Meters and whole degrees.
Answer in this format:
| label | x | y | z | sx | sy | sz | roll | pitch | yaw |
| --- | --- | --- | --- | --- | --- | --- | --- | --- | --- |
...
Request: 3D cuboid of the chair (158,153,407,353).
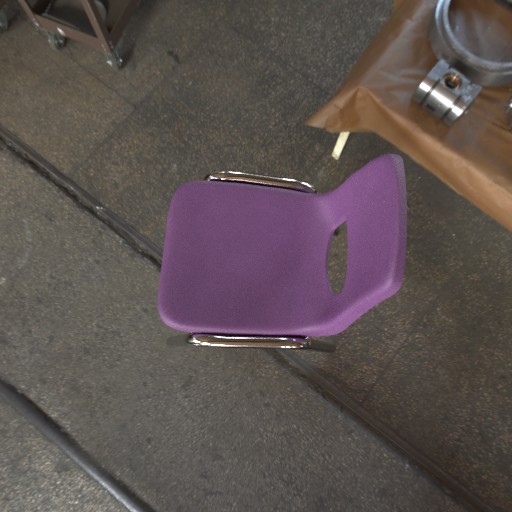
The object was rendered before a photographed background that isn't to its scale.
| label | x | y | z | sx | sy | sz | roll | pitch | yaw |
| --- | --- | --- | --- | --- | --- | --- | --- | --- | --- |
| chair | 0.000 | 0.000 | 0.856 | 0.419 | 0.584 | 0.356 | 4 | 77 | 1 |
